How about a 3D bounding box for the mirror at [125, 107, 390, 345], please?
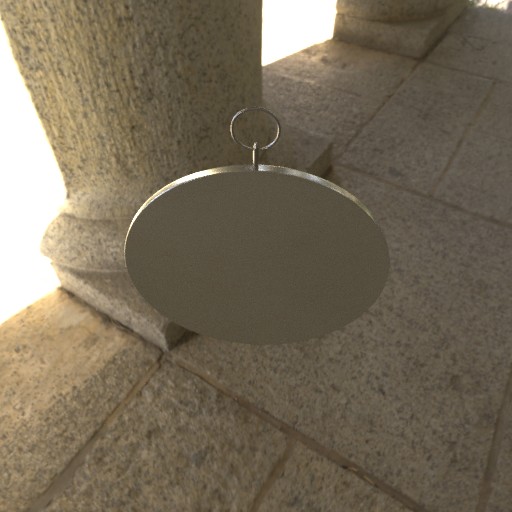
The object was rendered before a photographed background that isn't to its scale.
[{"bbox_3d":[0.000,0.000,0.978,0.594,0.713,0.020,2,48,2],"label":"mirror"}]
